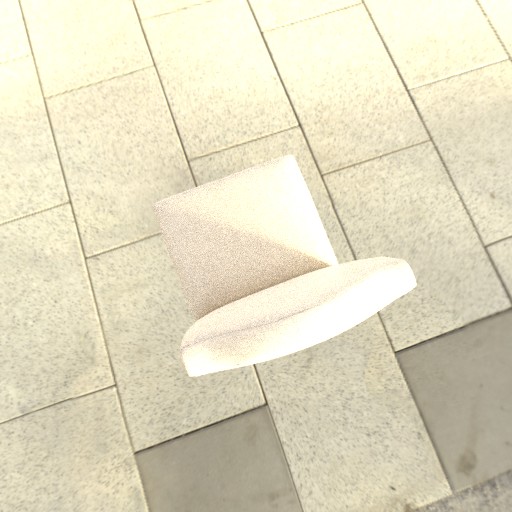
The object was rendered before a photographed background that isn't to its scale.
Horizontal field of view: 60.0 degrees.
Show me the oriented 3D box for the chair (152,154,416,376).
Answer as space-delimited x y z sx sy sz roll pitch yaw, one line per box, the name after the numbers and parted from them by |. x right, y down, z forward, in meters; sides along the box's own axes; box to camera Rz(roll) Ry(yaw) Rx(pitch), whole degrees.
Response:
0.000 0.000 1.409 0.534 1.012 0.648 -21 77 -5 | chair
